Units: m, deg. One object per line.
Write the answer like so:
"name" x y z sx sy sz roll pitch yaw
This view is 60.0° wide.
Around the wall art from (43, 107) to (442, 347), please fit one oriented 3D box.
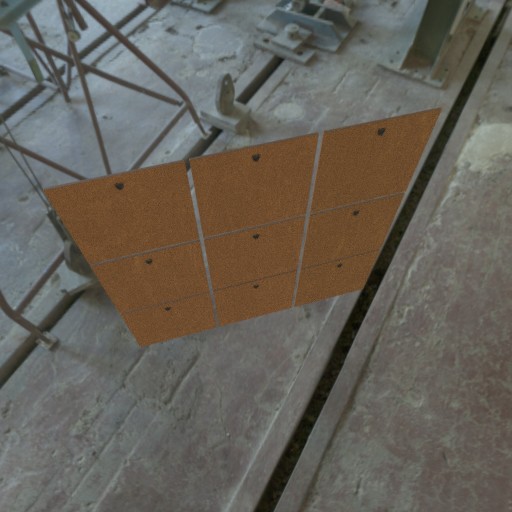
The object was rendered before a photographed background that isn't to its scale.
"wall art" 0.000 0.000 2.284 1.526 1.522 0.023 -14 59 -8
